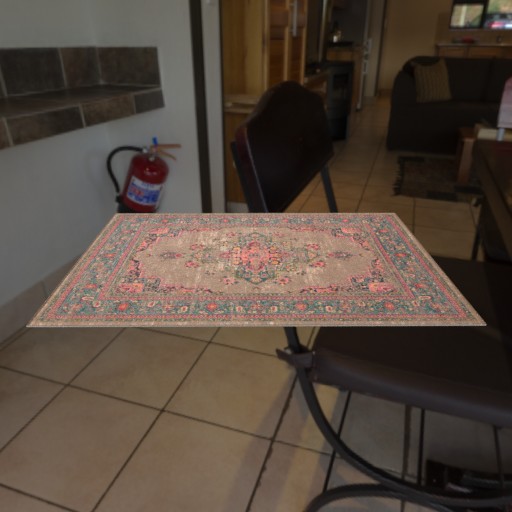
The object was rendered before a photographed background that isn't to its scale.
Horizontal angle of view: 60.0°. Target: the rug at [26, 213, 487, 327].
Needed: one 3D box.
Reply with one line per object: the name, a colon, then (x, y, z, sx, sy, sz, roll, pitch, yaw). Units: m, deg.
rug: (0.000, 0.000, 3.674, 2.890, 0.013, 2.005, 0, 26, 0)
